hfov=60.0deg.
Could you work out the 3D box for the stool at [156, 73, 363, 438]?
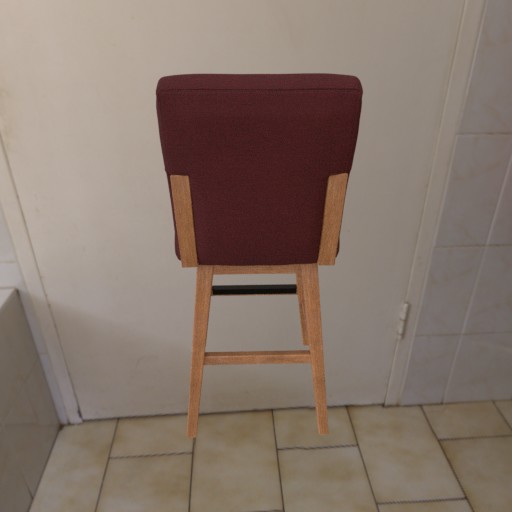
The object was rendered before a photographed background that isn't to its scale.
[{"bbox_3d":[0.000,0.000,1.345,0.468,1.093,0.562,-1,29,-1],"label":"stool"}]
